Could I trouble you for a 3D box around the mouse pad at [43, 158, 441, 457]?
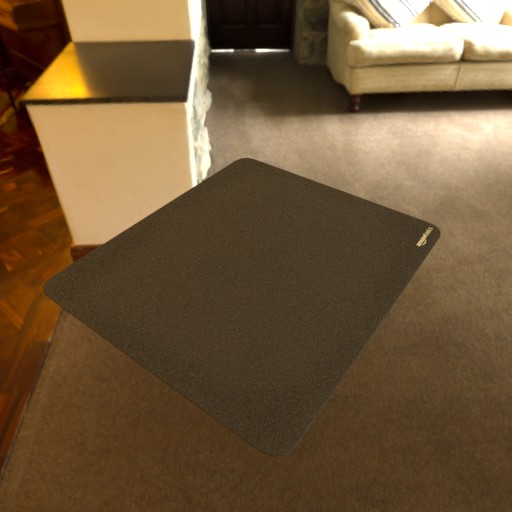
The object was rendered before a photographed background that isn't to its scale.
[{"bbox_3d":[0.000,0.000,0.634,0.393,0.002,0.451,26,47,27],"label":"mouse pad"}]
